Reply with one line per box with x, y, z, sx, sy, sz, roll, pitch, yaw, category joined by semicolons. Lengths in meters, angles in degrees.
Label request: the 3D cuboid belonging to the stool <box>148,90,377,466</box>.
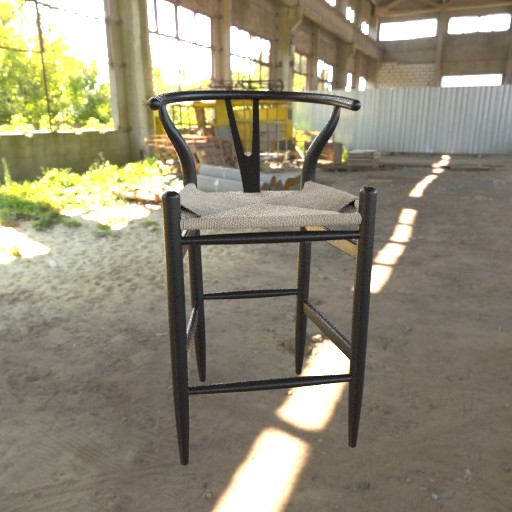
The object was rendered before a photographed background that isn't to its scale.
0.000;0.000;1.329;0.569;0.970;0.579;-2;17;-8;stool
